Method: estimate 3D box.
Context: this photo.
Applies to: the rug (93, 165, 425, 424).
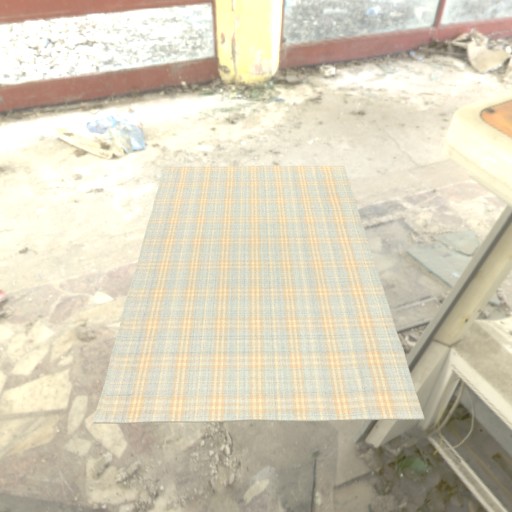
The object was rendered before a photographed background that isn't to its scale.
[{"bbox_3d":[0.000,0.000,2.314,1.231,0.012,1.835,0,42,-1],"label":"rug"}]
